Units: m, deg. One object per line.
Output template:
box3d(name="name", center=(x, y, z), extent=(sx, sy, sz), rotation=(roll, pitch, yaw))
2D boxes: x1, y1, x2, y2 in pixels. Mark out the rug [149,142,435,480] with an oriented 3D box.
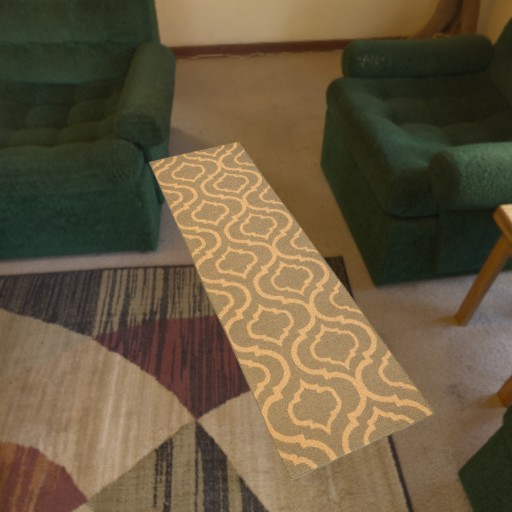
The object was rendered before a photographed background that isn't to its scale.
box3d(name="rug", center=(0.000, 0.000, 2.495), extent=(0.684, 0.009, 2.275), rotation=(-17, 49, -16))
